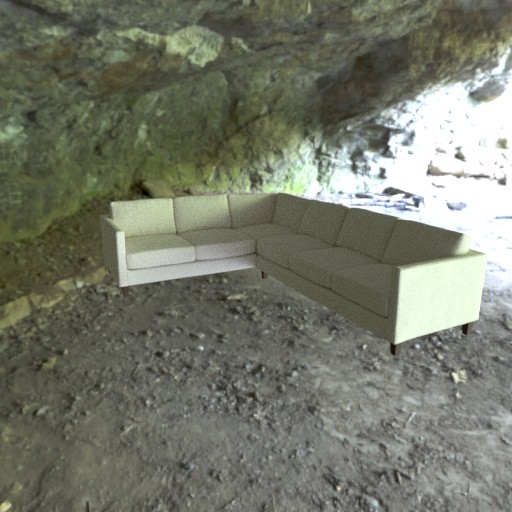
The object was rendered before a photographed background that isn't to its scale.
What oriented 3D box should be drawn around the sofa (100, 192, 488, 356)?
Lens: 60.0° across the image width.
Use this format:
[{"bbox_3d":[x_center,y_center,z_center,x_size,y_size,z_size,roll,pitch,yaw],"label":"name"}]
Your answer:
[{"bbox_3d":[0.000,0.000,4.315,2.432,0.863,3.182,-8,17,-26],"label":"sofa"}]
